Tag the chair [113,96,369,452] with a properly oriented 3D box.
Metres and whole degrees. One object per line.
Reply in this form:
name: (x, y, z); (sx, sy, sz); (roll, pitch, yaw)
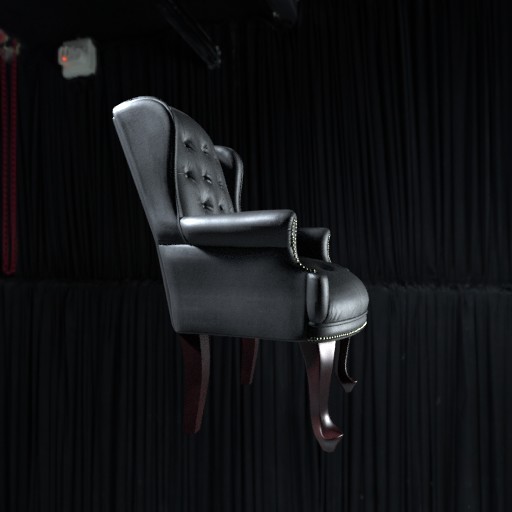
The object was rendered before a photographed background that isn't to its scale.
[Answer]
chair: (0.000, 0.000, 1.666); (0.822, 1.133, 0.831); (0, 0, 17)
